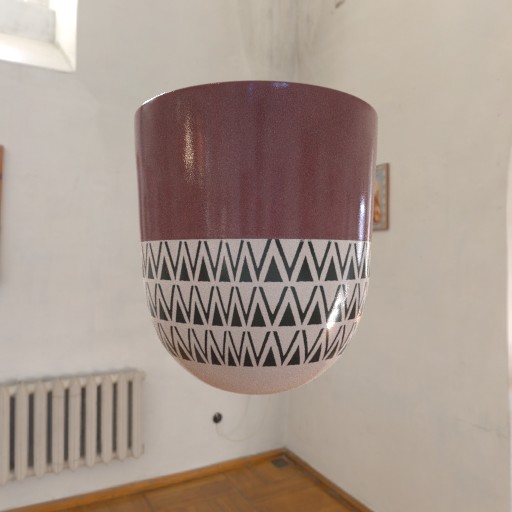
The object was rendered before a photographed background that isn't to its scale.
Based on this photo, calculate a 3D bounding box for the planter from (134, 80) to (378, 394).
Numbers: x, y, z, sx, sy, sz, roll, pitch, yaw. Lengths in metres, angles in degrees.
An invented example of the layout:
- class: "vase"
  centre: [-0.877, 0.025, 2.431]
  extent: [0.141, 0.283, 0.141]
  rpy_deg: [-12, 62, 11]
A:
- class: "planter"
  centre: [0.000, 0.000, 0.366]
  extent: [0.195, 0.214, 0.195]
  rpy_deg: [0, 0, 0]
